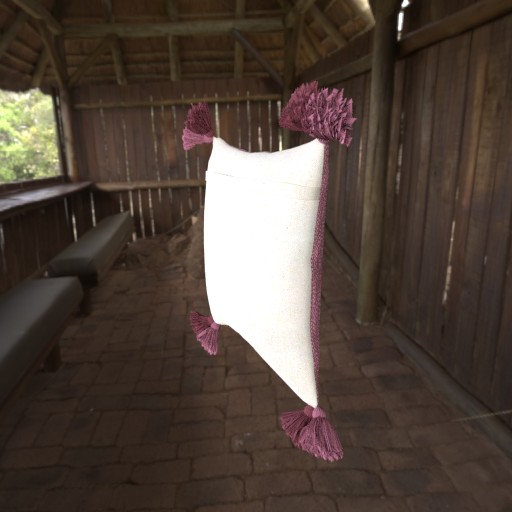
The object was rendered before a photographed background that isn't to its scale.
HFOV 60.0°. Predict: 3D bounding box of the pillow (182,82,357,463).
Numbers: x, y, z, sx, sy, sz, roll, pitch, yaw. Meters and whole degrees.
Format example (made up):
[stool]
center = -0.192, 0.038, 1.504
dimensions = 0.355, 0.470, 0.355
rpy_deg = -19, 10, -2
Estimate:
[pillow]
center = 0.000, 0.000, 0.943
dimensions = 0.138, 0.659, 0.641
rpy_deg = -7, 16, -26
